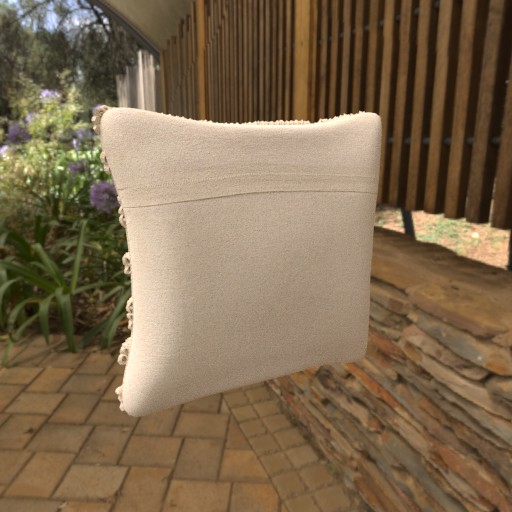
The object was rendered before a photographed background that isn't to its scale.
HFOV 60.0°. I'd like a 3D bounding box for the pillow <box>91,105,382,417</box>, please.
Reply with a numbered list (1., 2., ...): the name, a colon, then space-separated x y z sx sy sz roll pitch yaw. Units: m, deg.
1. pillow: 0.000 0.000 0.667 0.437 0.427 0.145 -7 16 -25
